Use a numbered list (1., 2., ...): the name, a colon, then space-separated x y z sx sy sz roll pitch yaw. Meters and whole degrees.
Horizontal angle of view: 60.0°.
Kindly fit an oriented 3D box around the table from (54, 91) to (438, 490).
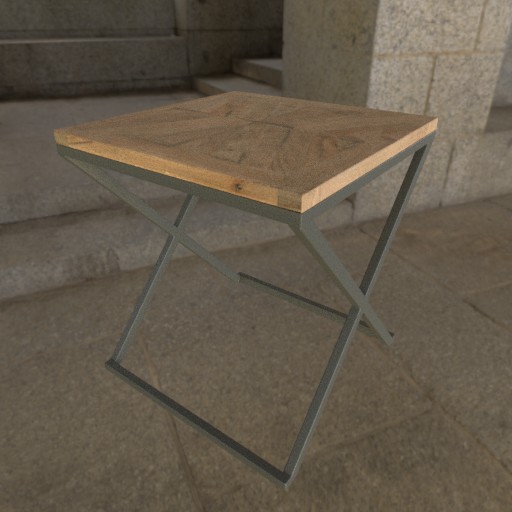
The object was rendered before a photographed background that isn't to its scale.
1. table: 0.000 0.000 0.934 0.499 0.550 0.498 20 35 31
